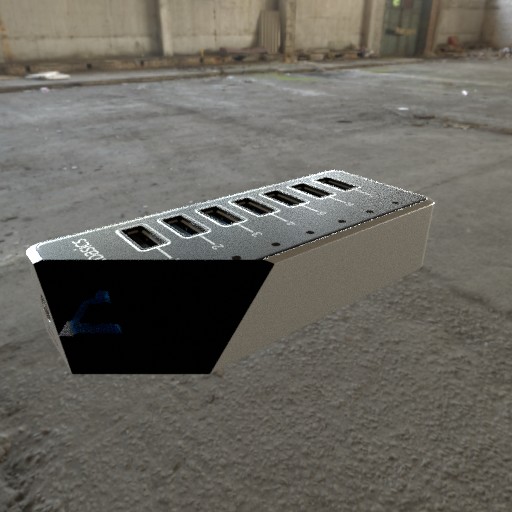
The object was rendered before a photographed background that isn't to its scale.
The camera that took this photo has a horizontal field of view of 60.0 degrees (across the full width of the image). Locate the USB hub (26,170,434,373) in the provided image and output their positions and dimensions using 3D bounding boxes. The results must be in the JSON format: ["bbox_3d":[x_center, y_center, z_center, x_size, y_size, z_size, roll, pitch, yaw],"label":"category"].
[{"bbox_3d":[0.000,0.000,0.127,0.110,0.023,0.044,-20,33,-33],"label":"USB hub"}]
